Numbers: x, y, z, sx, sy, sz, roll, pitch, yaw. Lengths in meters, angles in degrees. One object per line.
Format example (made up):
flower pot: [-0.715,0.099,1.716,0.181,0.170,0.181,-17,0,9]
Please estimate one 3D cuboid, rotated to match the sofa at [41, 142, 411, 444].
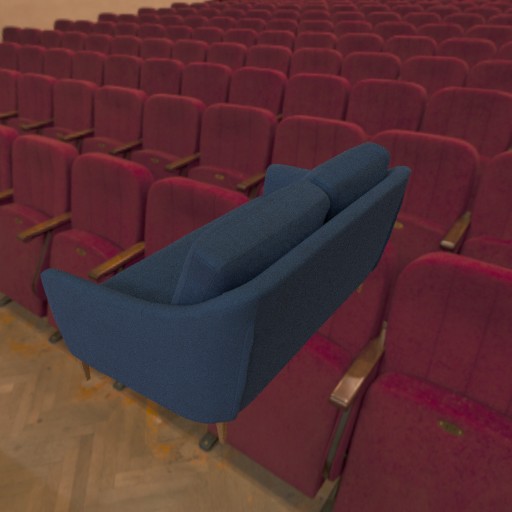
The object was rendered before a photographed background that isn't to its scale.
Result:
sofa: [0.000,0.000,2.126,0.960,0.902,1.619,21,37,30]
